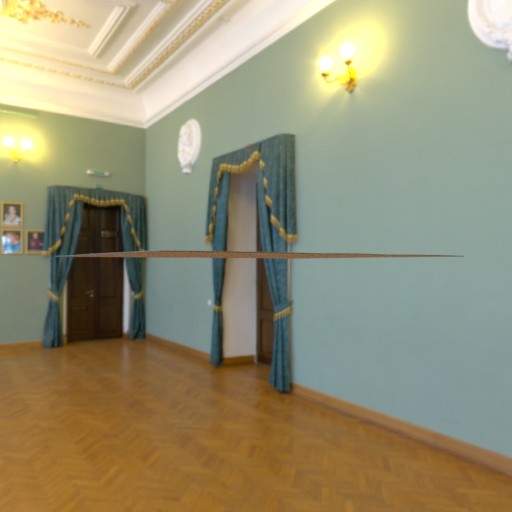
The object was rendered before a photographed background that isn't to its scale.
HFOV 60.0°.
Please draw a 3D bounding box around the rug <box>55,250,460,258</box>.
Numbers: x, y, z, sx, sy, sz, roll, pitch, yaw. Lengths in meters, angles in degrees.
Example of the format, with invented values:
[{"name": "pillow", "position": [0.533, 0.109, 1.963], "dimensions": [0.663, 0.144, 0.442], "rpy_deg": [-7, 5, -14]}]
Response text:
[{"name": "rug", "position": [0.000, 0.000, 4.183], "dimensions": [3.048, 0.013, 2.438], "rpy_deg": [1, -1, -36]}]
